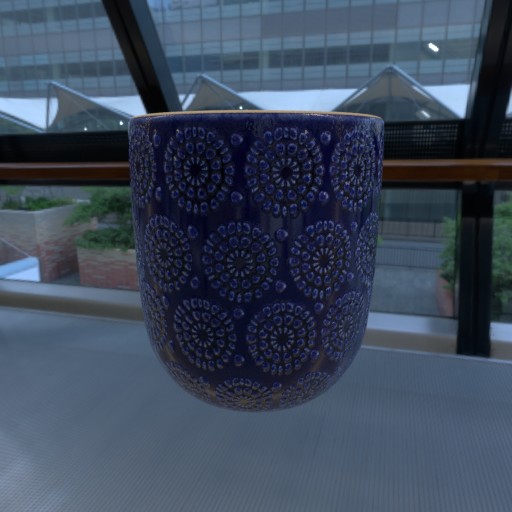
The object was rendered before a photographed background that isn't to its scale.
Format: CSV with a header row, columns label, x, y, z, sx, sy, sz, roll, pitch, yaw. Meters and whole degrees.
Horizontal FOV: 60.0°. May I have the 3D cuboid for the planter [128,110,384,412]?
label,x,y,z,sx,sy,sz,roll,pitch,yaw
planter,0.000,0.000,0.350,0.184,0.206,0.184,0,14,0
